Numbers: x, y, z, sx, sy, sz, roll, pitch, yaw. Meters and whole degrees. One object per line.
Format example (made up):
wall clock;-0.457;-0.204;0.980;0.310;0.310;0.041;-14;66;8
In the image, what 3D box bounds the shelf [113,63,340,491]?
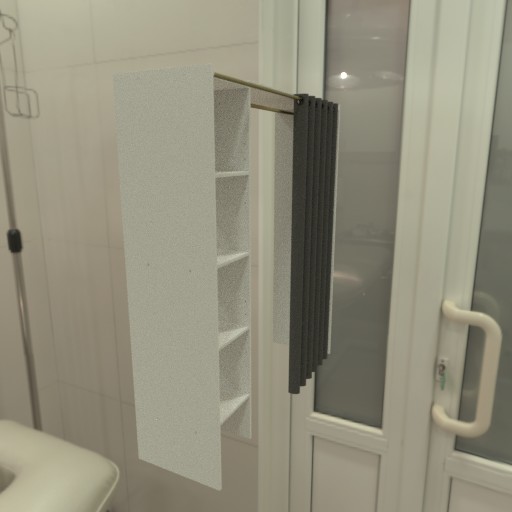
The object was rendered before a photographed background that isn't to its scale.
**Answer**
shelf;0.000;0.000;2.599;0.500;1.810;1.600;7;15;26
